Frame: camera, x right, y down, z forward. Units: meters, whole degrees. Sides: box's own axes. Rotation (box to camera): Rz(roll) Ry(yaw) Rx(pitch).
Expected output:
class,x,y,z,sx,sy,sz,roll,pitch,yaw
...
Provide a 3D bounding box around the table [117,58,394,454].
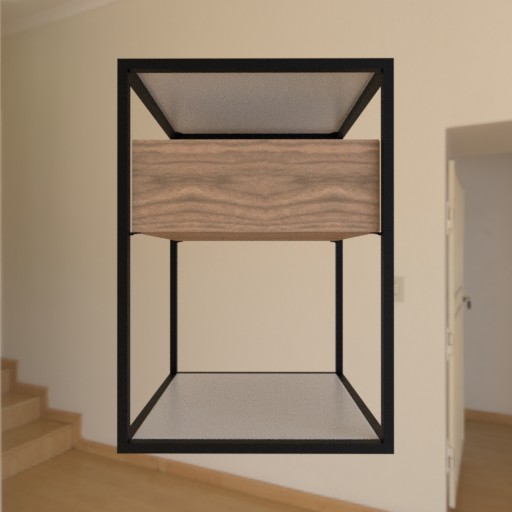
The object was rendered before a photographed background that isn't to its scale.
class,x,y,z,sx,sy,sz,roll,pitch,yaw
table,0.000,0.000,0.793,0.378,0.540,0.378,0,0,0
